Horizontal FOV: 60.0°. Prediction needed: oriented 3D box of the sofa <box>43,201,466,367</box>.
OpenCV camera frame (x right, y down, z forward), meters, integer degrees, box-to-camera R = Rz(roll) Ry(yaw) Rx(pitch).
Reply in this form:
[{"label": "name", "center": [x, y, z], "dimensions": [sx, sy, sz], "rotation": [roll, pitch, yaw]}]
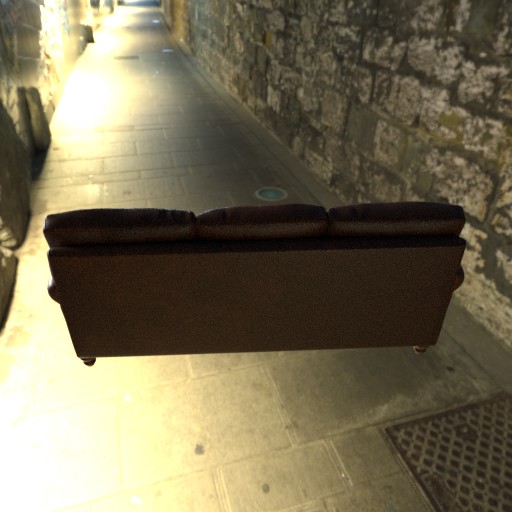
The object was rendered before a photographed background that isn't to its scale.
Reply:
[{"label": "sofa", "center": [0.000, 0.000, 2.830], "dimensions": [2.351, 0.977, 0.973], "rotation": [-2, 32, -2]}]
